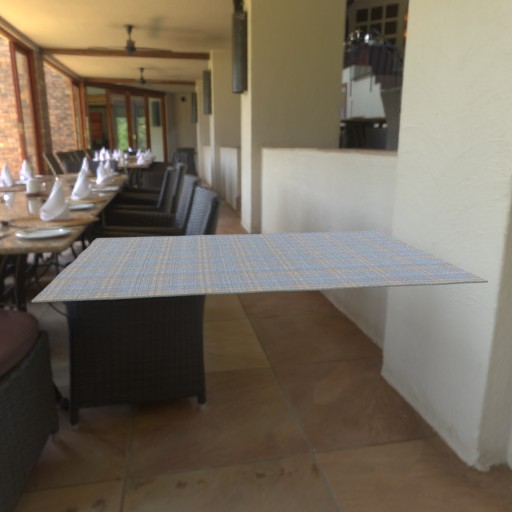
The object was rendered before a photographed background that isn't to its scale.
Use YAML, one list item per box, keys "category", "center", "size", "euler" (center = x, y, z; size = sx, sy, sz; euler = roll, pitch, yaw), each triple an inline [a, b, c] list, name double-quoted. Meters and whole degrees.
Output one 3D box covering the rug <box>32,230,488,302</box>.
- category: "rug"
  center: [0.000, 0.000, 3.092]
  size: [2.460, 0.016, 1.545]
  euler: [-2, 14, -8]
